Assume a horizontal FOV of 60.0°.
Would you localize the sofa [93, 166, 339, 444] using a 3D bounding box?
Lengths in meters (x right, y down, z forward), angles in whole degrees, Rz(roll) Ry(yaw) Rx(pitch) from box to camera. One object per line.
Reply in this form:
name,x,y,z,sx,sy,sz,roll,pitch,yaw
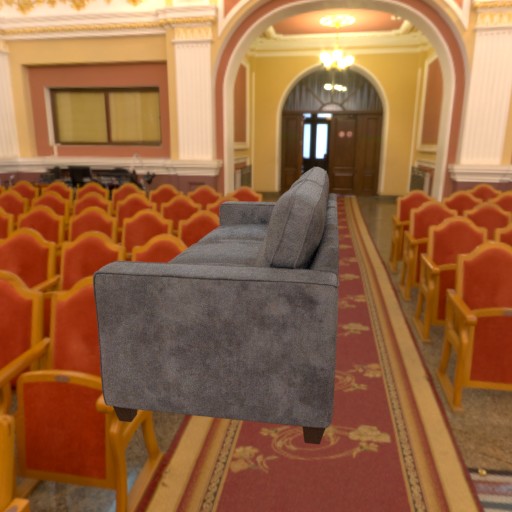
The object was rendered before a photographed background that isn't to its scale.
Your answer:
sofa,0.000,0.000,2.635,0.939,0.965,2.133,2,14,9
